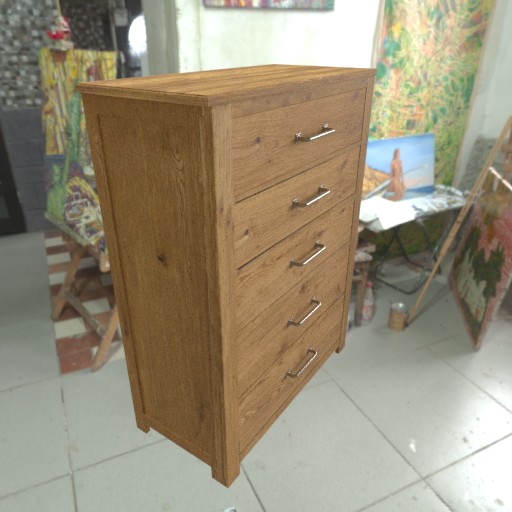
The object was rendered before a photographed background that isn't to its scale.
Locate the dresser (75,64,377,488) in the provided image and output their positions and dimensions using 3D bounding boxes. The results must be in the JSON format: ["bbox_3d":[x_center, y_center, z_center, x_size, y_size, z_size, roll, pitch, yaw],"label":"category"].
[{"bbox_3d":[0.000,0.000,1.886,0.558,1.431,1.081,18,32,31],"label":"dresser"}]
